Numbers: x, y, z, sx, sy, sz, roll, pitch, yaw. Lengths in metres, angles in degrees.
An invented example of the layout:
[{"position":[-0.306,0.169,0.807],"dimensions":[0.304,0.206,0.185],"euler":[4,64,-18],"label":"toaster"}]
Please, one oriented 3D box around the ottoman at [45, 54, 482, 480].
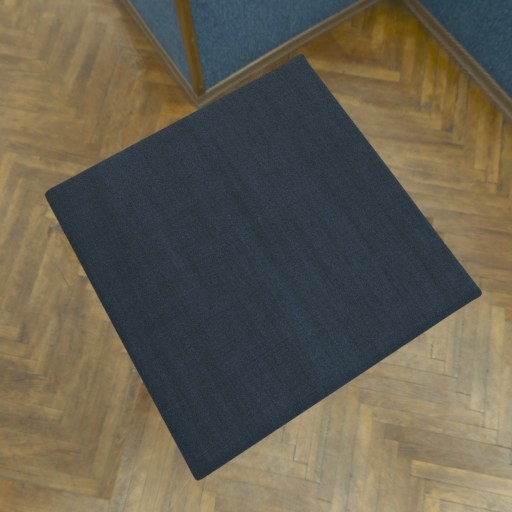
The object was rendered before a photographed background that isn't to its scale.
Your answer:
[{"position":[0.000,0.000,1.369],"dimensions":[0.889,0.411,0.890],"euler":[-31,77,-8],"label":"ottoman"}]
